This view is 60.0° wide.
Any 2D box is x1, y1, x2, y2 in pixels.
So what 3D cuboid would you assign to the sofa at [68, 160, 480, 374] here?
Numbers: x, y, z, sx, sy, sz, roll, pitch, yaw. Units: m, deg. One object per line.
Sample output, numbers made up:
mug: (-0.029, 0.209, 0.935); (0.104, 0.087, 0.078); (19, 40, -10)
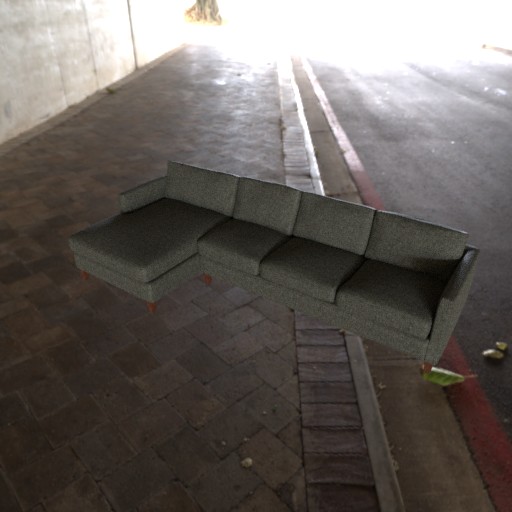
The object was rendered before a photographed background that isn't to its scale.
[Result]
sofa: (0.000, 0.000, 4.106); (3.485, 0.960, 1.635); (19, 35, 29)
